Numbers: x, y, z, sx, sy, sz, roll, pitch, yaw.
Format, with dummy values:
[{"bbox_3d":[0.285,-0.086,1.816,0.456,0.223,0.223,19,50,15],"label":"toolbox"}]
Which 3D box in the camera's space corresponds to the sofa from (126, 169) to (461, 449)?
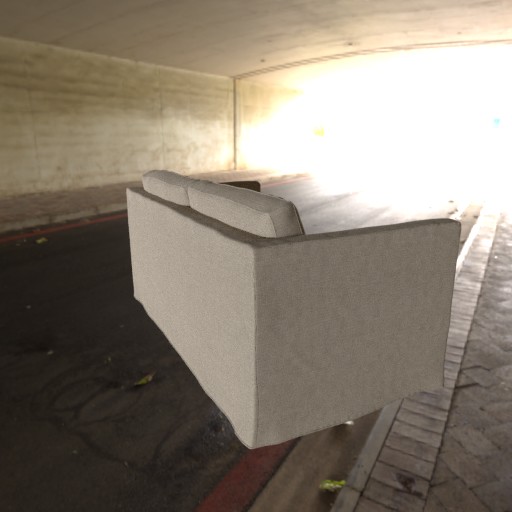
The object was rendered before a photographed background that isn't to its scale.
[{"bbox_3d":[0.000,0.000,2.315,0.956,0.828,1.766,-8,17,-27],"label":"sofa"}]
